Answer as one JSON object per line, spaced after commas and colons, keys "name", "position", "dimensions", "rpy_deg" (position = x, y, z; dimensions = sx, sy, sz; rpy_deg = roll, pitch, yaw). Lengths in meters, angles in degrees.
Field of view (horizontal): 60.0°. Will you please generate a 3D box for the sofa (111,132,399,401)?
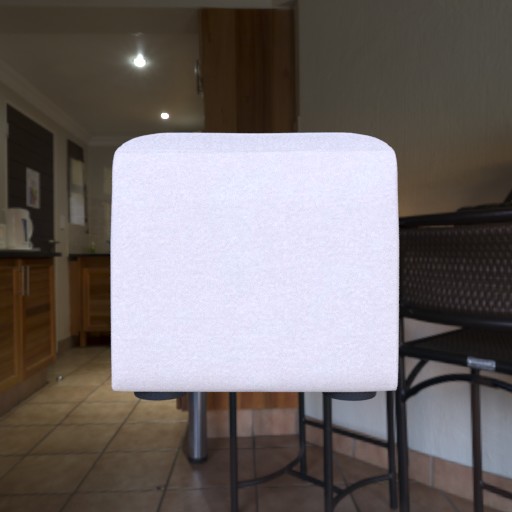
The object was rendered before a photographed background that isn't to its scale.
{"name": "sofa", "position": [0.000, 0.000, 1.166], "dimensions": [0.480, 0.470, 0.930], "rpy_deg": [0, 1, 0]}
